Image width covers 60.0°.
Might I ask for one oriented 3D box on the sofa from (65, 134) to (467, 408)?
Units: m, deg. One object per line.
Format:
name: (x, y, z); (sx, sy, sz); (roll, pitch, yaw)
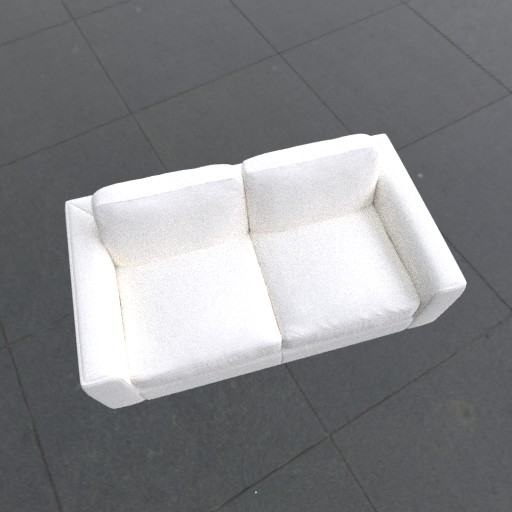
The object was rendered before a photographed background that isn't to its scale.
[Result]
sofa: (0.000, 0.000, 2.432); (1.920, 0.801, 1.069); (-14, 63, -7)
